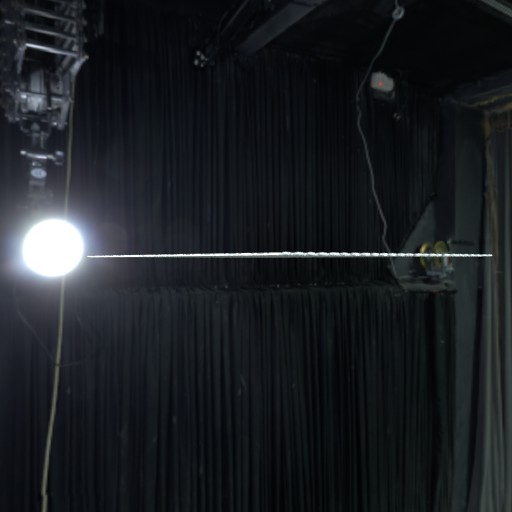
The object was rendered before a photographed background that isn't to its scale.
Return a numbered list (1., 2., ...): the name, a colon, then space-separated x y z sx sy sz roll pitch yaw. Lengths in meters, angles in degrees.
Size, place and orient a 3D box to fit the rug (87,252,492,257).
1. rug: 0.000 0.000 2.994 1.539 0.011 2.410 0 0 -37
